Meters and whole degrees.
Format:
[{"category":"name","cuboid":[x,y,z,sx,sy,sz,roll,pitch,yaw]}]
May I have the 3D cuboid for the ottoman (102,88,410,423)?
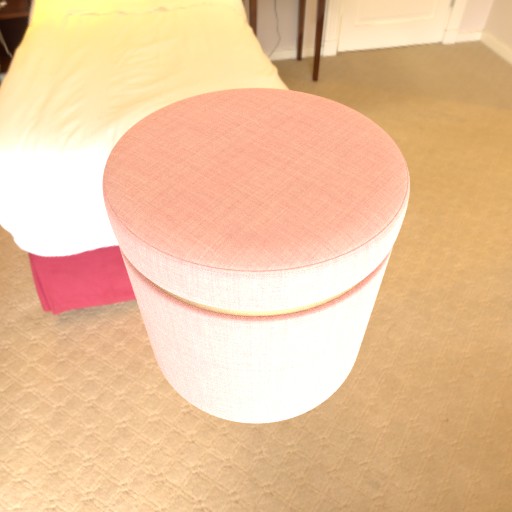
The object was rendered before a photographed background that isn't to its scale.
[{"category":"ottoman","cuboid":[0.000,0.000,0.718,0.400,0.406,0.400,0,47,0]}]
